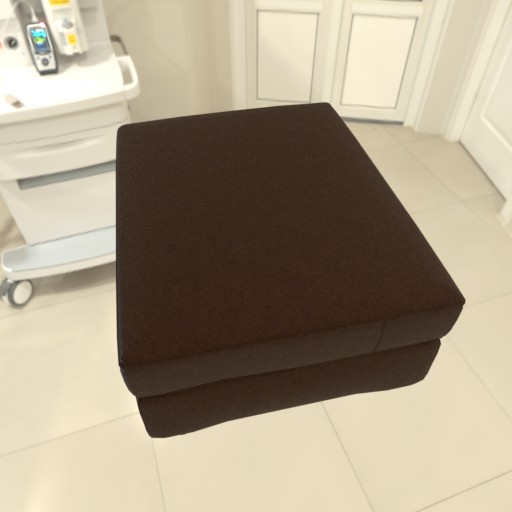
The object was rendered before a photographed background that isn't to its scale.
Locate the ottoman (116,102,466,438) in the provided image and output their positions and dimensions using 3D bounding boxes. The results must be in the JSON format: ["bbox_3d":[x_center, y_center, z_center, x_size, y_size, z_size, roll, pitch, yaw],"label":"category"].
[{"bbox_3d":[0.000,0.000,1.770,0.967,0.730,1.187,-9,47,-9],"label":"ottoman"}]
